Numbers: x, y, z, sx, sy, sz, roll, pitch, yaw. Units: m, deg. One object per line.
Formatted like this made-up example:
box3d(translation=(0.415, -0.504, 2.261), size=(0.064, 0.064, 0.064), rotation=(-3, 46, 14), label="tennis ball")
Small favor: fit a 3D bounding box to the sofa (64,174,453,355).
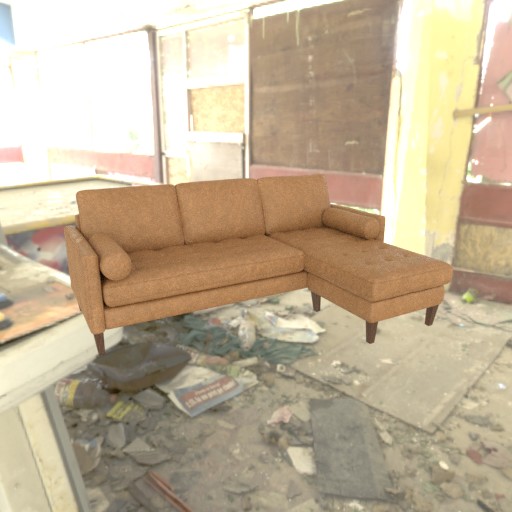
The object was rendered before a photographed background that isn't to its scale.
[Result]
box3d(translation=(0.000, 0.000, 2.938), size=(2.178, 0.876, 1.506), rotation=(-9, 19, -28), label="sofa")
